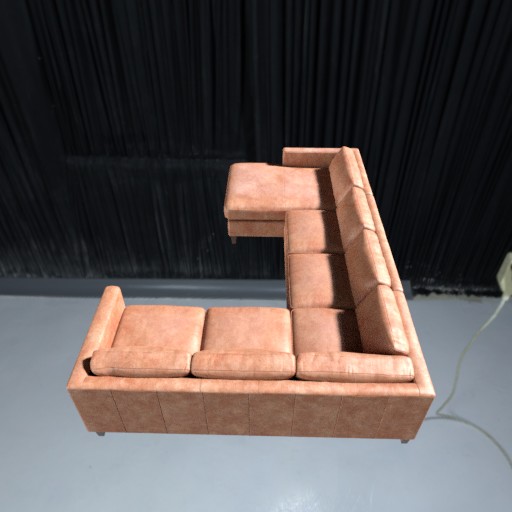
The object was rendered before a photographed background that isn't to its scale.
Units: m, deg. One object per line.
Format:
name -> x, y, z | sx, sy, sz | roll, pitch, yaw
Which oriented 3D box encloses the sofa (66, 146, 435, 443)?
sofa -> 0.000, 0.000, 4.362 | 2.430, 0.832, 3.401 | 1, 41, 1
